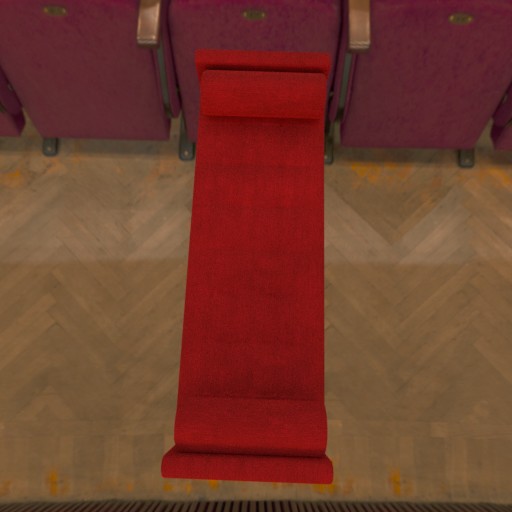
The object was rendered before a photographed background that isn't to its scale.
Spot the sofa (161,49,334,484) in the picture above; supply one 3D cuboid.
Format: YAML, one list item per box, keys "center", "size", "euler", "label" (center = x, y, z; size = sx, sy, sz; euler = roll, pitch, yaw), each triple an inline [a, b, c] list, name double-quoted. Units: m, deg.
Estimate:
- center: [0.000, 0.000, 2.267]
  size: [0.686, 0.635, 1.981]
  euler: [2, 76, 1]
  label: "sofa"
